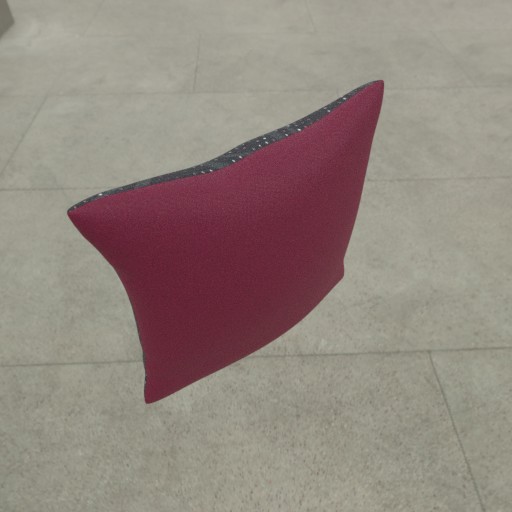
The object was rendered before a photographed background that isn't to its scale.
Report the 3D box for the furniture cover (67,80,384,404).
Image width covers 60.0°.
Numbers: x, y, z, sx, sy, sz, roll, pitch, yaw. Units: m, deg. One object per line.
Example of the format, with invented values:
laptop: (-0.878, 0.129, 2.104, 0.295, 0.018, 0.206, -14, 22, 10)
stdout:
furniture cover: (0.000, 0.000, 0.811, 0.552, 0.509, 0.193, -29, 53, -25)
